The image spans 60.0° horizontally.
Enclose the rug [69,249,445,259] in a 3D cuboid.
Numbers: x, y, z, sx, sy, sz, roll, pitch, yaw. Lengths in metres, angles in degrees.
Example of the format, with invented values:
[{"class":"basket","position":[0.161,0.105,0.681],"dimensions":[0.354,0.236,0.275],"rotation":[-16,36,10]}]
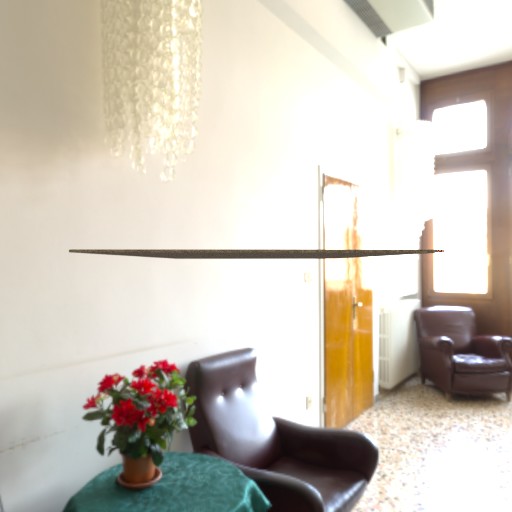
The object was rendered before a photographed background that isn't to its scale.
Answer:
[{"class":"rug","position":[0.000,0.000,4.716],"dimensions":[2.393,0.019,3.824],"rotation":[0,-1,0]}]
